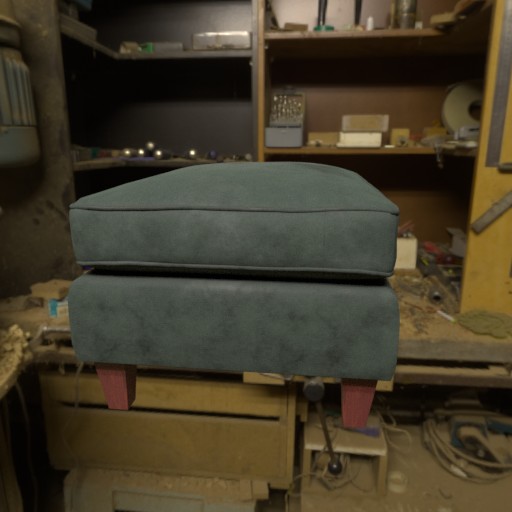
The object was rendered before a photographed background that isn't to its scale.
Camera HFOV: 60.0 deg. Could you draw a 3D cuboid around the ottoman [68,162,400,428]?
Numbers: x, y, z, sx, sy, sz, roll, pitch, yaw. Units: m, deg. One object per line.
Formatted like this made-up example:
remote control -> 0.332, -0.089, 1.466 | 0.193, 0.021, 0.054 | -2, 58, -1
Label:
ottoman -> 0.000, 0.000, 1.225 | 0.632, 0.495, 0.864 | 2, 15, 7
